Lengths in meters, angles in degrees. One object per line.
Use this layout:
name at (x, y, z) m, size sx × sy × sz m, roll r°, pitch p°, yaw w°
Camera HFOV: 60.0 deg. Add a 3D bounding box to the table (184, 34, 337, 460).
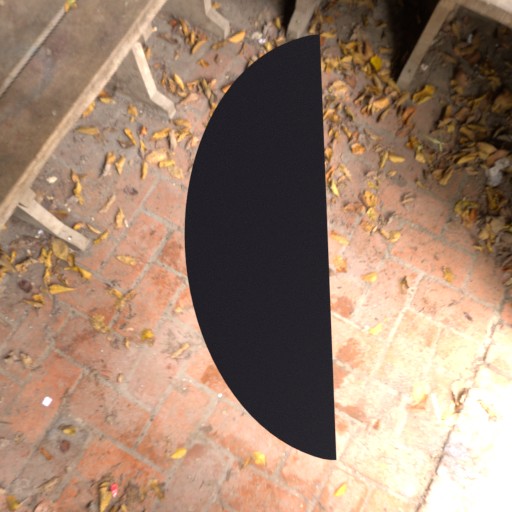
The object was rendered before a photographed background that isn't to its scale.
table at (0.000, 0.000, 1.600) m, size 0.394 × 0.780 × 1.219 m, roll 0°, pitch 75°, yaw 0°
